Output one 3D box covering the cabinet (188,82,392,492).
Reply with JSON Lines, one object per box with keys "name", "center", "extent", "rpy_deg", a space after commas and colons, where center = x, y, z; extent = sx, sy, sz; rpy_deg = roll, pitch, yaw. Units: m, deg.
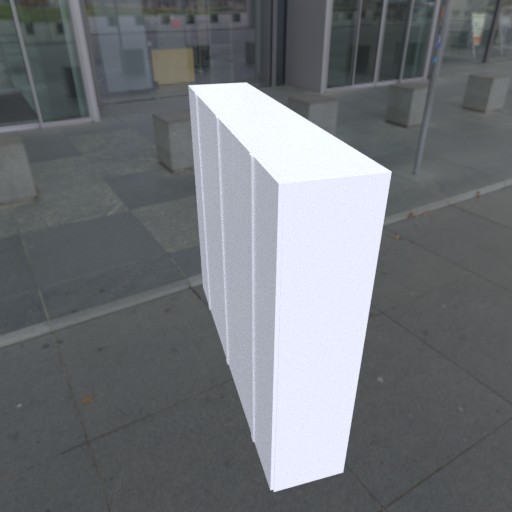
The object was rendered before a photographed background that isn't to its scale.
{"name": "cabinet", "center": [0.000, 0.000, 3.799], "extent": [0.590, 2.370, 2.700], "rpy_deg": [-8, 31, -14]}
